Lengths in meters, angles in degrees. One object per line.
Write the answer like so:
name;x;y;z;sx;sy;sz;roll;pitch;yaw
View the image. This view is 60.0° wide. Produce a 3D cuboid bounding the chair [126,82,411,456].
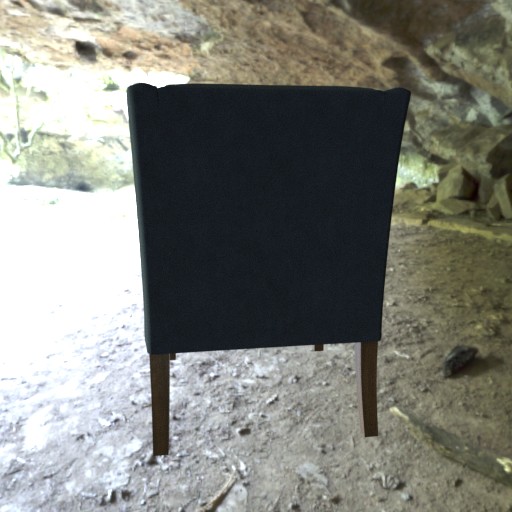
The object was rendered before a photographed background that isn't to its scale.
chair;0.000;0.000;1.323;0.629;0.895;0.629;-2;14;-8
